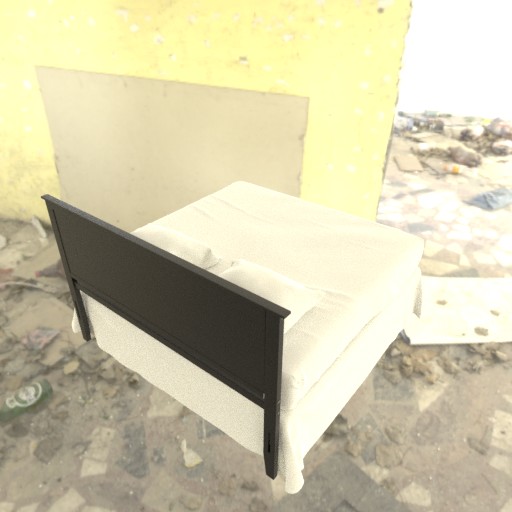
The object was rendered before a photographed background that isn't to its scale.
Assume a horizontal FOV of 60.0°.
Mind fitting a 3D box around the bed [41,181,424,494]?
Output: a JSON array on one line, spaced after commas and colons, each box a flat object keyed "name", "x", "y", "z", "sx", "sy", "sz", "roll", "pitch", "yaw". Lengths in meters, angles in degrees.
[{"name": "bed", "x": 0.000, "y": 0.000, "z": 3.524, "sx": 2.315, "sy": 1.271, "sz": 2.219, "roll": 23, "pitch": 39, "yaw": 32}]
